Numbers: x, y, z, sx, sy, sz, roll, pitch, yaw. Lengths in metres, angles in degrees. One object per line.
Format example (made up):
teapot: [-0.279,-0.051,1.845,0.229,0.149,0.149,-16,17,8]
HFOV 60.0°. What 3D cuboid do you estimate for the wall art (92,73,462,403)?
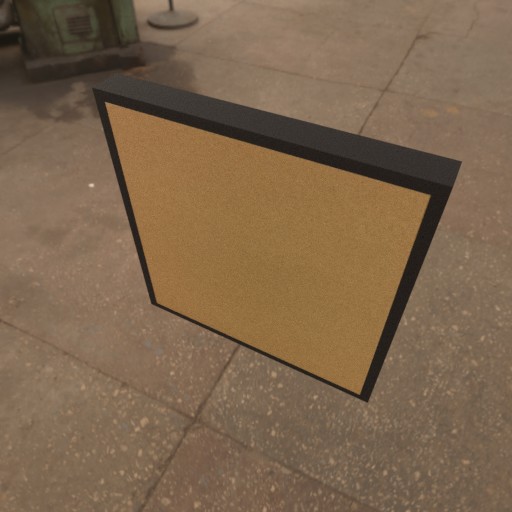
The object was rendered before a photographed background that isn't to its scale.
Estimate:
wall art: [0.000,0.000,0.455,0.305,0.304,0.033,21,49,19]
